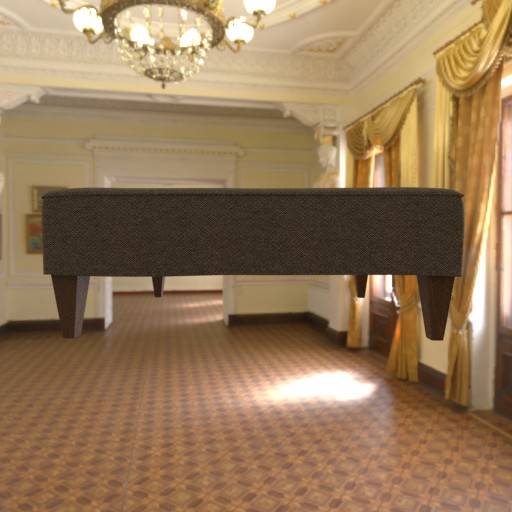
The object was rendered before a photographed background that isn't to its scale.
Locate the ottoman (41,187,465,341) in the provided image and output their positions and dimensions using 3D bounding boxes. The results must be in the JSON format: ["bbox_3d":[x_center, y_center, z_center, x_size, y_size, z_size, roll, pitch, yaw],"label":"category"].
[{"bbox_3d":[0.000,0.000,1.486,0.981,0.378,0.970,0,1,2],"label":"ottoman"}]
